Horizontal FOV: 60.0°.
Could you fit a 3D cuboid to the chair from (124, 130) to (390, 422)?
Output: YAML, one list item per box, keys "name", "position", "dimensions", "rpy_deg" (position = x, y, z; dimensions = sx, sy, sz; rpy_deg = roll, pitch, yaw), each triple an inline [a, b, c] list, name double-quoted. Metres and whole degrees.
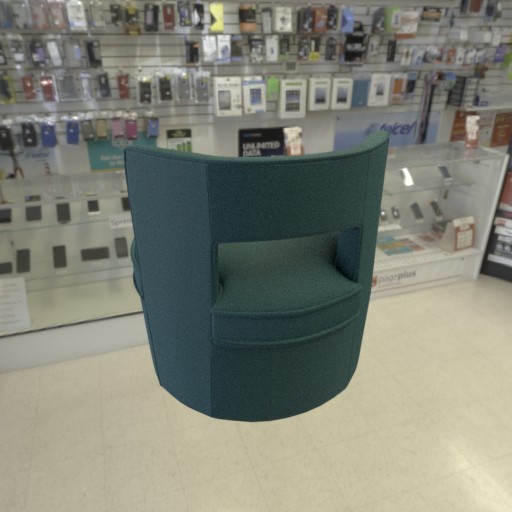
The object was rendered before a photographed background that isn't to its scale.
- name: "chair"
  position: [0.000, 0.000, 1.260]
  dimensions: [0.684, 0.711, 0.660]
  rpy_deg: [-7, 27, -15]
